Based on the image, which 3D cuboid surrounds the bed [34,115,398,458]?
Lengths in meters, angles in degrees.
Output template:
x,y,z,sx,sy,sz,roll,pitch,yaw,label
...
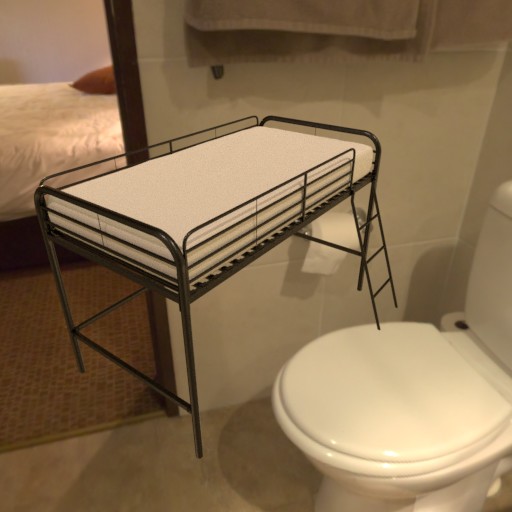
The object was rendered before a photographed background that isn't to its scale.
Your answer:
x,y,z,sx,sy,sz,roll,pitch,yaw,label
0.000,0.000,2.855,1.393,1.289,1.968,20,35,31,bed
